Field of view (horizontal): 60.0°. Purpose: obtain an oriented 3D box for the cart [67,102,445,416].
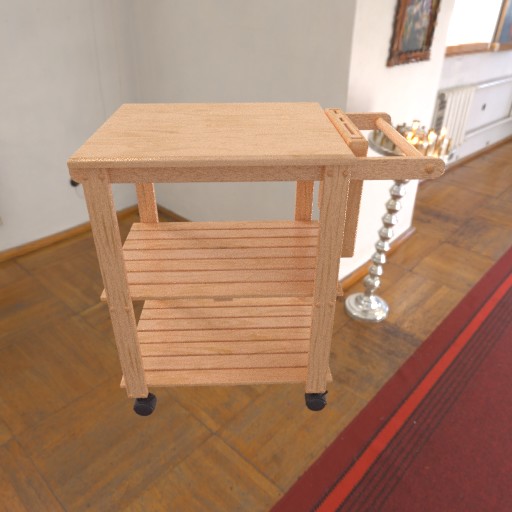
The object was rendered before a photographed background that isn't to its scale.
[{"bbox_3d":[0.000,0.000,1.365,0.843,0.816,0.520,-1,31,-2],"label":"cart"}]
